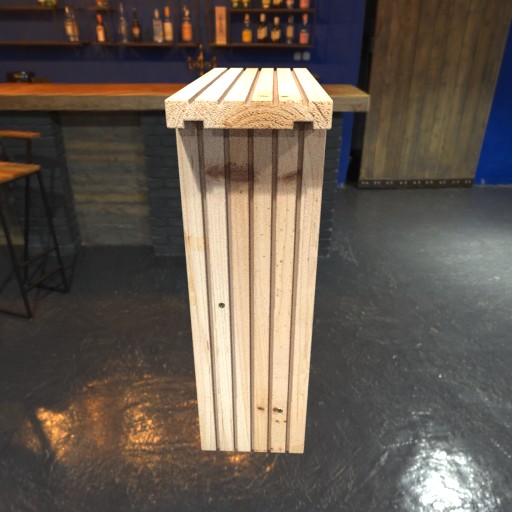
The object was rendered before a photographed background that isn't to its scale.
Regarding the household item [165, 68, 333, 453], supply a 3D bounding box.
[{"bbox_3d":[0.000,0.000,0.548,0.123,0.407,0.301,1,27,2],"label":"household item"}]
